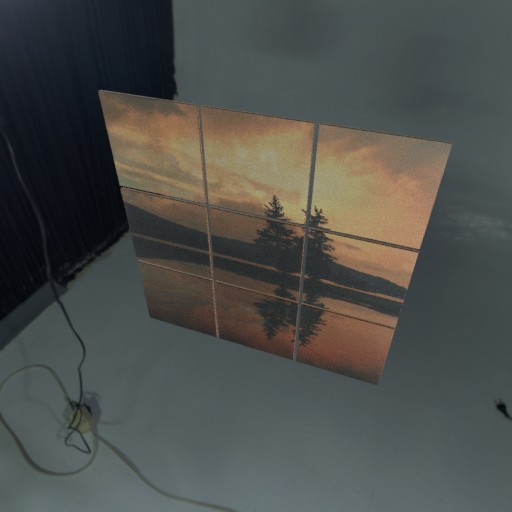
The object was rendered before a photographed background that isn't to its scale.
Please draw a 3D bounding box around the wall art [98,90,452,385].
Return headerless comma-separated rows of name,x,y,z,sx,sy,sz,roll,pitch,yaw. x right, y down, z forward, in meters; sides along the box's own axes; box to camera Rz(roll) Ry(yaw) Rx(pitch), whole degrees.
wall art,0.000,0.000,1.841,1.216,1.218,0.013,13,42,15
